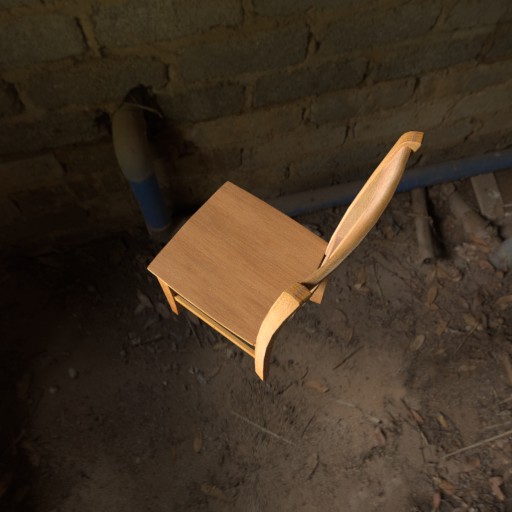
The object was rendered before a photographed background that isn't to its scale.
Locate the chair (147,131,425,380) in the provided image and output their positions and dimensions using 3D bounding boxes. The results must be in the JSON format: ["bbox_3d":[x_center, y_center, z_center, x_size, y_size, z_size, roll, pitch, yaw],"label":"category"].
[{"bbox_3d":[0.000,0.000,1.321,0.556,0.998,0.450,33,69,15],"label":"chair"}]
